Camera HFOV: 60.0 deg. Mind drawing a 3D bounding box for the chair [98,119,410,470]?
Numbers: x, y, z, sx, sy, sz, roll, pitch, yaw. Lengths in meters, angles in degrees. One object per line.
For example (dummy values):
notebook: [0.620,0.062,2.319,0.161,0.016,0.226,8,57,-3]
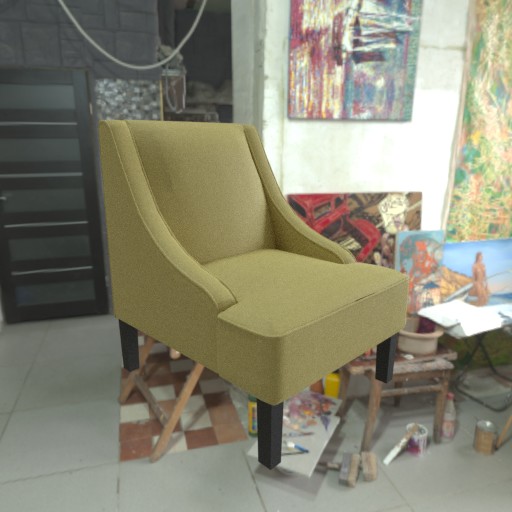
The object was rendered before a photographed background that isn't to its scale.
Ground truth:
chair: [0.000,0.000,1.514,0.814,0.896,0.696,14,20,43]
